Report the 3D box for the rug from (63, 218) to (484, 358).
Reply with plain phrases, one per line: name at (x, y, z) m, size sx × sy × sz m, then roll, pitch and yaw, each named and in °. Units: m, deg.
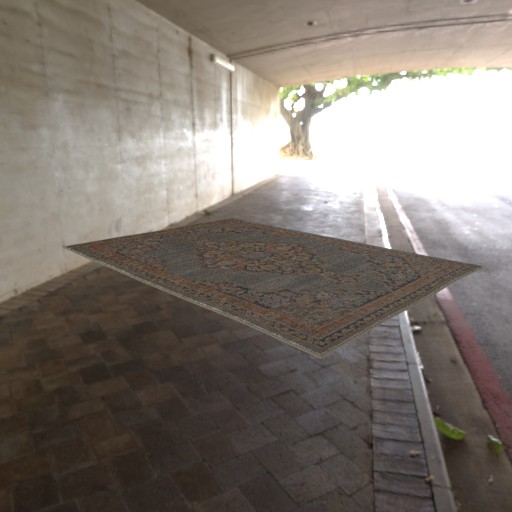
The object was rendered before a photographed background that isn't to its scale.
rug at (0.000, 0.000, 3.695) m, size 2.043 × 0.026 × 2.901 m, roll -14°, pitch 21°, yaw -43°
